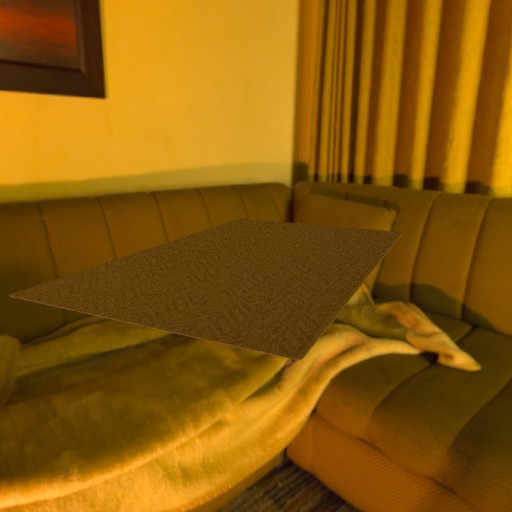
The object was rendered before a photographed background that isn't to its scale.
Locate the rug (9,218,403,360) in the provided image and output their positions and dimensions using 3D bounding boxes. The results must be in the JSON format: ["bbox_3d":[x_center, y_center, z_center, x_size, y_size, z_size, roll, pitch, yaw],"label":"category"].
[{"bbox_3d":[0.000,0.000,2.907,1.523,0.008,2.438,7,16,25],"label":"rug"}]
